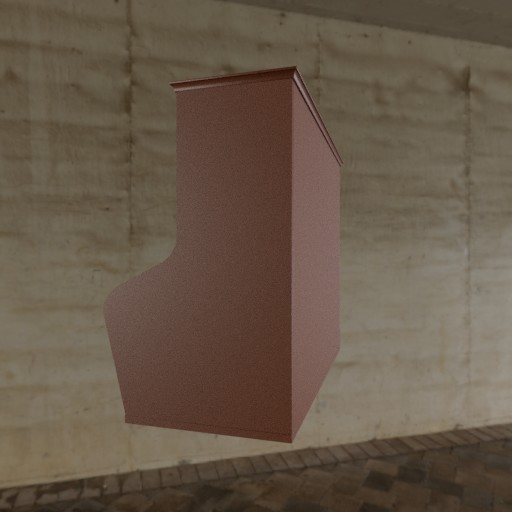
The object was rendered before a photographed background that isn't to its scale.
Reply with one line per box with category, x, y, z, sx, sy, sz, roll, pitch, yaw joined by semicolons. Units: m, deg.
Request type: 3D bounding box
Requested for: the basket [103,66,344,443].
basket;0.000;0.000;1.160;0.376;0.625;0.792;0;0;17
